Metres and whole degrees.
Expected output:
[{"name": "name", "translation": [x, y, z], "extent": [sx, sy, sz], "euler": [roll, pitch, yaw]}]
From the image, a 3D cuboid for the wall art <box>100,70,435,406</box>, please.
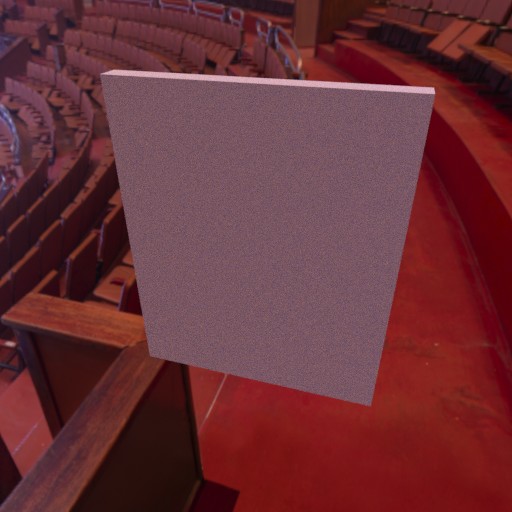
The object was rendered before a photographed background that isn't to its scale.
[{"name": "wall art", "translation": [0.000, 0.000, 0.738], "extent": [0.451, 0.553, 0.039], "euler": [9, 33, 14]}]
